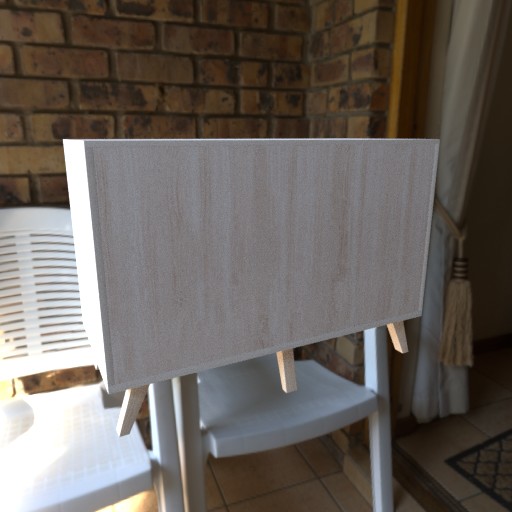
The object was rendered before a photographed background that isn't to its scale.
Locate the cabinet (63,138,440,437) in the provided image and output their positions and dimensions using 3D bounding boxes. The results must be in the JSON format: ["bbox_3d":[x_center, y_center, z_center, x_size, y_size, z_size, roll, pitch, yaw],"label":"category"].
[{"bbox_3d":[0.000,0.000,1.532,1.110,0.780,0.500,-8,17,-27],"label":"cabinet"}]
